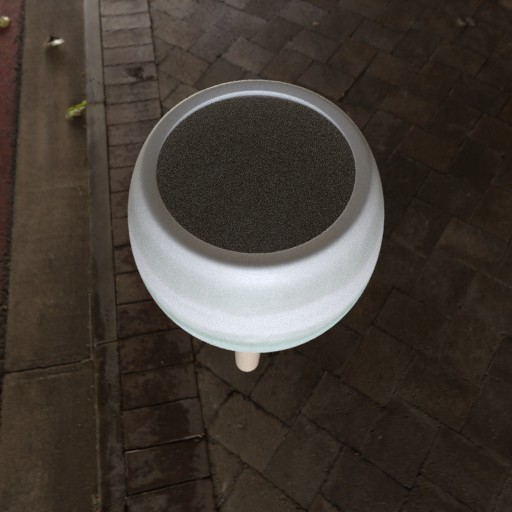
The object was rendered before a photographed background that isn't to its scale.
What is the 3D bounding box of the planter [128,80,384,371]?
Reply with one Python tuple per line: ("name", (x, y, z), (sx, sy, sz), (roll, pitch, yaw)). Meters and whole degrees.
("planter", (0.000, 0.000, 0.334), (0.161, 0.224, 0.161), (0, 64, 0))
